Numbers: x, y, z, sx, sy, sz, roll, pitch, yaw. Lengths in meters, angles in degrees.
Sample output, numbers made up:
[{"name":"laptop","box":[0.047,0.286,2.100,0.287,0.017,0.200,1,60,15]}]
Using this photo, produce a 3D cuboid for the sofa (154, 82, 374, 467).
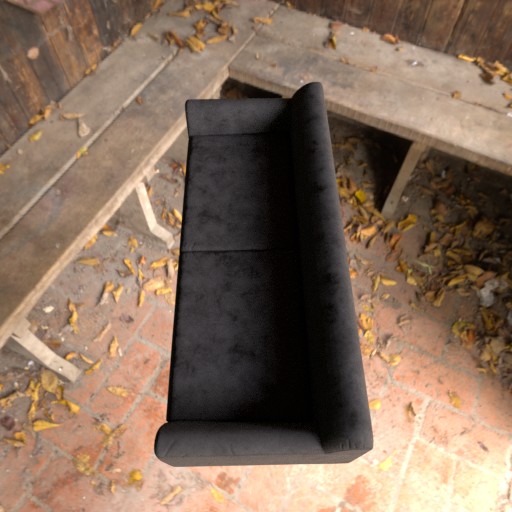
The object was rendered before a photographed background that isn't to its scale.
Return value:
[{"name":"sofa","box":[0.000,0.000,2.580,0.900,0.740,2.190,-1,59,-1]}]
